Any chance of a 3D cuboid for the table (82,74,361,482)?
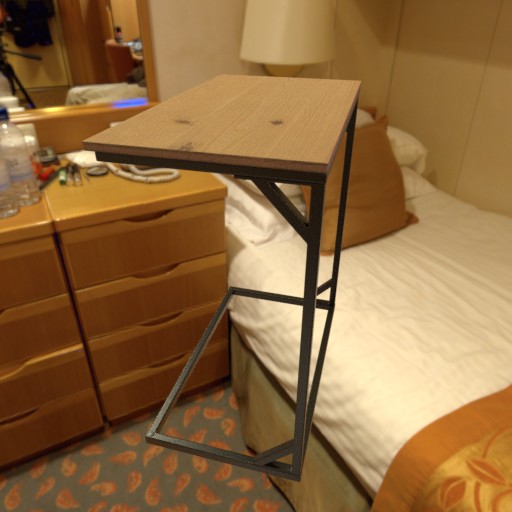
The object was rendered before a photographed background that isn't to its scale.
[{"bbox_3d":[0.000,0.000,1.012,0.351,0.673,0.597,8,32,13],"label":"table"}]
